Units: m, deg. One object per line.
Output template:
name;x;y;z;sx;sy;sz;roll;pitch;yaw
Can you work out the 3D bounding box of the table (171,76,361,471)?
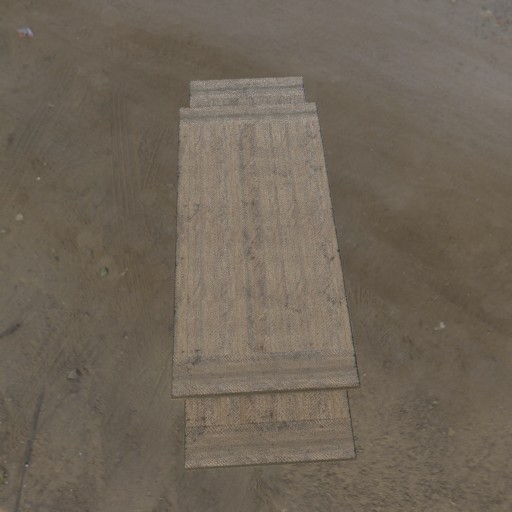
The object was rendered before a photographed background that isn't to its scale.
table;0.000;0.000;1.526;0.489;0.427;1.312;-3;64;-1
